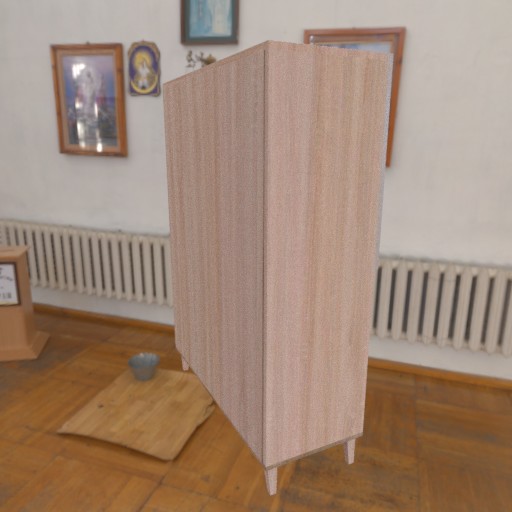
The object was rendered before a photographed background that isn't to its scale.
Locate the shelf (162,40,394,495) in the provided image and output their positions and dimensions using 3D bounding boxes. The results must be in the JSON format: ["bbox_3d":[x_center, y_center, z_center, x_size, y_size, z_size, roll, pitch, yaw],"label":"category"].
[{"bbox_3d":[0.000,0.000,1.813,0.434,1.405,0.995,-7,16,-26],"label":"shelf"}]
